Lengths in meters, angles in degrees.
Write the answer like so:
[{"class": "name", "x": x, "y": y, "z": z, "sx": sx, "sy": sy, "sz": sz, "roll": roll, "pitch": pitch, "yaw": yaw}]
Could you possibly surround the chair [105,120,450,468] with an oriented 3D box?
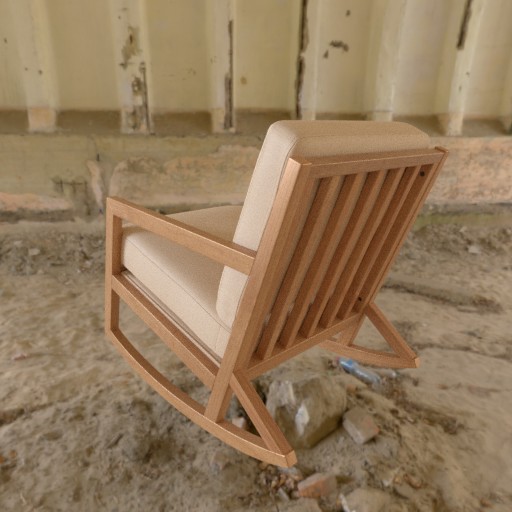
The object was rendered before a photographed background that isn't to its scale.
[{"class": "chair", "x": 0.000, "y": 0.000, "z": 1.362, "sx": 0.622, "sy": 0.790, "sz": 0.857, "roll": -15, "pitch": 22, "yaw": -42}]
